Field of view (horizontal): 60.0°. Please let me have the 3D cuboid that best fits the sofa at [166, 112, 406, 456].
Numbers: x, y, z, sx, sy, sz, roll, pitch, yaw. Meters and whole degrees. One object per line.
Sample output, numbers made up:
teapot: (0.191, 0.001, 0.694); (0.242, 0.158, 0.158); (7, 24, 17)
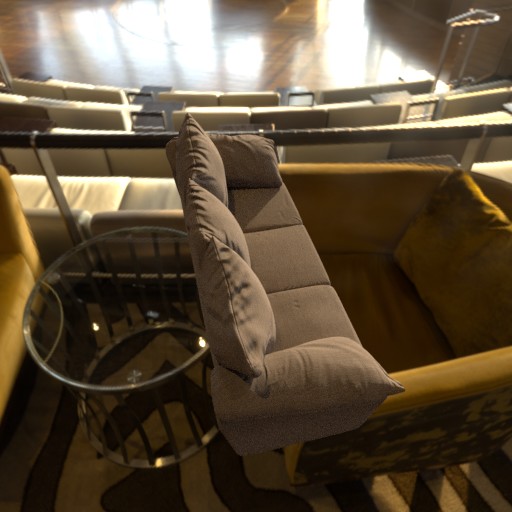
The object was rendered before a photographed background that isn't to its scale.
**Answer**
sofa: (0.000, 0.000, 2.921); (0.927, 1.043, 2.390); (-10, 46, -9)
